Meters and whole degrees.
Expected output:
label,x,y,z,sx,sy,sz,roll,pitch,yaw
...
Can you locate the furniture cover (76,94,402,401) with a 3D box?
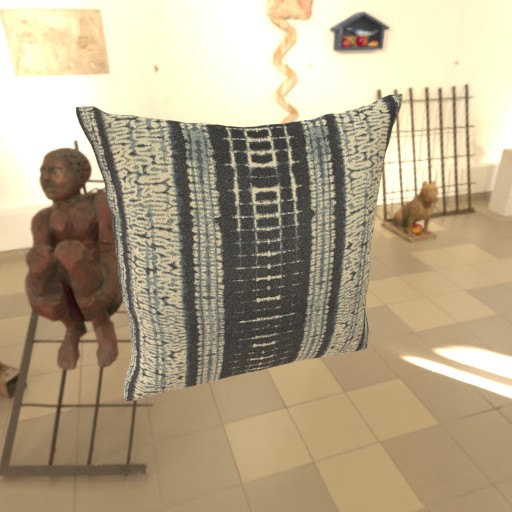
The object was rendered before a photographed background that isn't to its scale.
label,x,y,z,sx,sy,sz,roll,pitch,yaw
furniture cover,0.000,0.000,0.646,0.425,0.435,0.133,-8,28,-16
